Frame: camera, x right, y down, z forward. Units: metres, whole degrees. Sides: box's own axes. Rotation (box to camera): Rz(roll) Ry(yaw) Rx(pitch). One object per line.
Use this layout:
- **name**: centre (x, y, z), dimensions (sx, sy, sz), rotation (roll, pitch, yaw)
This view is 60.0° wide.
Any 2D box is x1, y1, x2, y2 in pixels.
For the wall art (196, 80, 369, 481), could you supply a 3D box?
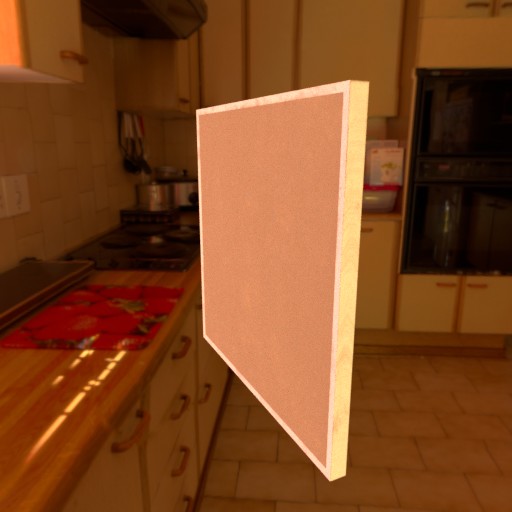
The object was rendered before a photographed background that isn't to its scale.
- **wall art**: centre (0.000, 0.000, 1.136), dimensions (0.038, 0.757, 0.760), rotation (-7, 16, -25)
